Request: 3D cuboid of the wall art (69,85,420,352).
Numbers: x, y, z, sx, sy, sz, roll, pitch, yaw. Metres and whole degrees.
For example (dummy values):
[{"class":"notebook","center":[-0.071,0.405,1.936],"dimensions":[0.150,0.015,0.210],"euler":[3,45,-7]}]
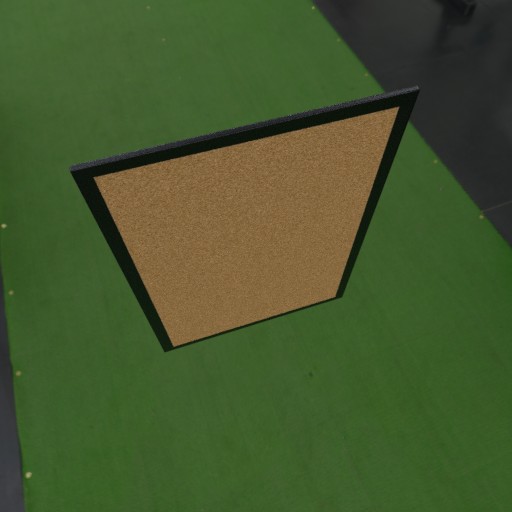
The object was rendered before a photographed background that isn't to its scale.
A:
[{"class":"wall art","center":[0.000,0.000,1.267],"dimensions":[0.707,0.967,0.013],"euler":[-16,60,-9]}]
